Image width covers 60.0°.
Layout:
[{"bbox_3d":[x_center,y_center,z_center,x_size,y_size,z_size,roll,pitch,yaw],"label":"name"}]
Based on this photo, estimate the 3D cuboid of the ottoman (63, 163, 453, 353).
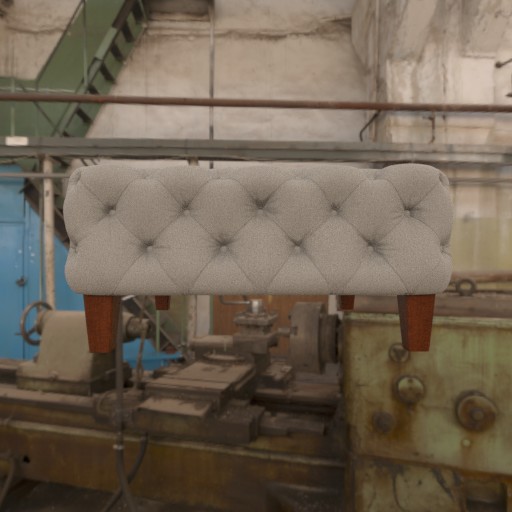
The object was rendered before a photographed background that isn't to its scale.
[{"bbox_3d":[0.000,0.000,1.418,0.917,0.439,0.911,0,1,-1],"label":"ottoman"}]
